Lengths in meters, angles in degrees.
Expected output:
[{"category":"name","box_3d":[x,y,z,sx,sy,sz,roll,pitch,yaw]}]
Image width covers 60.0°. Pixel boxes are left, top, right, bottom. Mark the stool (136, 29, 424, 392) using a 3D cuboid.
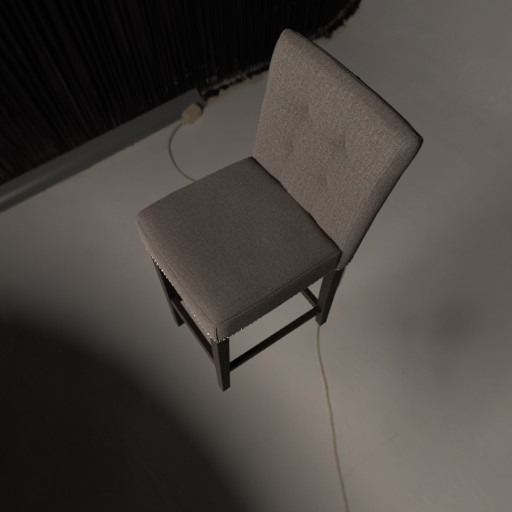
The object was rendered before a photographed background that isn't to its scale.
[{"category":"stool","box_3d":[0.000,0.000,1.303,0.548,1.047,0.411,-34,68,-16]}]
